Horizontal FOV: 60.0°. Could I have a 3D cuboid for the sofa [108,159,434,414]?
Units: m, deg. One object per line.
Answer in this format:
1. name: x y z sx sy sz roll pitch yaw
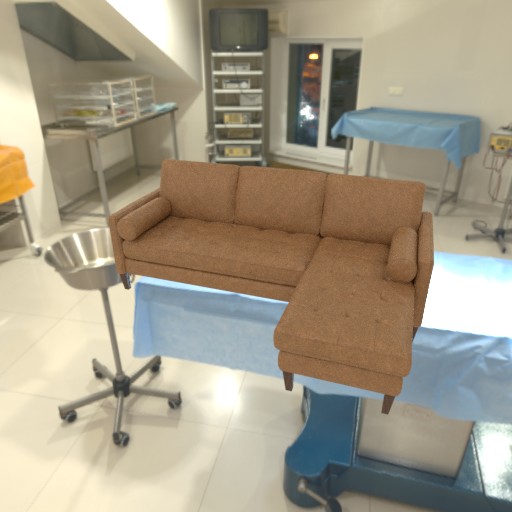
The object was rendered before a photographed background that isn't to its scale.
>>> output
1. sofa: 0.000 0.000 2.937 2.178 0.876 1.506 9 28 17
